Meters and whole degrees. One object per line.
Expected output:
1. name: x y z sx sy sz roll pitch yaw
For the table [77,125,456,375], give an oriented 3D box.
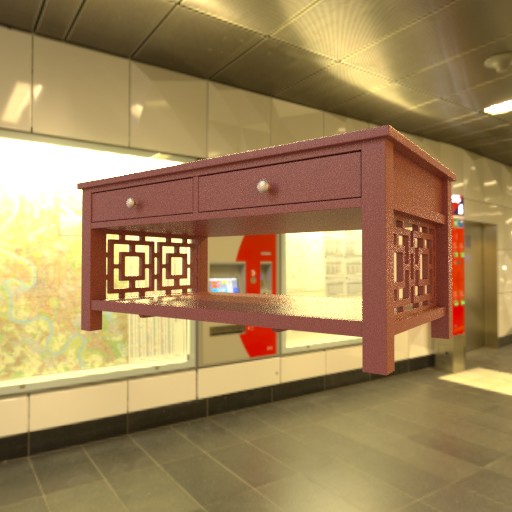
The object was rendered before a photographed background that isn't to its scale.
1. table: 0.000 0.000 1.413 1.068 0.493 0.612 -1 -1 36
